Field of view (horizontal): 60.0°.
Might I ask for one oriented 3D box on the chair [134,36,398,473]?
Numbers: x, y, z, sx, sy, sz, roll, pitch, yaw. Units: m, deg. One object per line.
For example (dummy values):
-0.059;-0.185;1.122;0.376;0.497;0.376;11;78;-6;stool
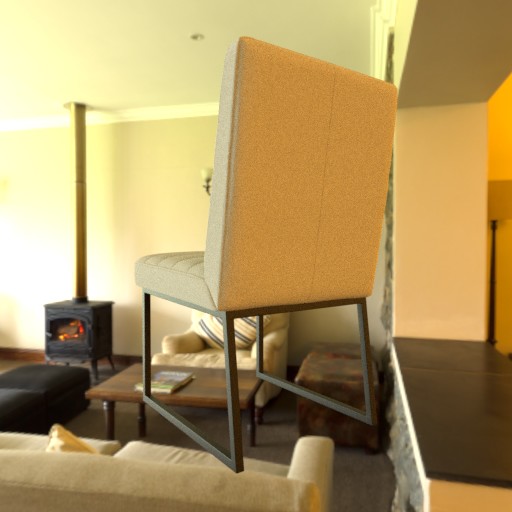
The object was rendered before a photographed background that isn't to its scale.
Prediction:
0.000;0.000;1.293;0.520;0.930;0.634;-1;2;-35;chair
